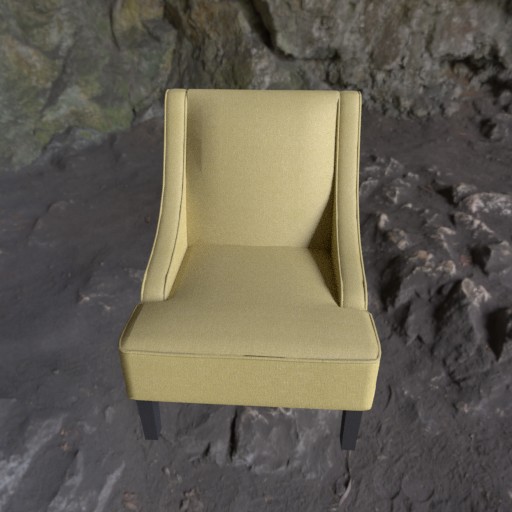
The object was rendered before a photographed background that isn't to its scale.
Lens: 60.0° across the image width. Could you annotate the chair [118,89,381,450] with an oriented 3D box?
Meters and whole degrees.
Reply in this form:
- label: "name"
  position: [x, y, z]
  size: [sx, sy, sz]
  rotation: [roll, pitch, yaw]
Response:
- label: "chair"
  position: [0.000, 0.000, 1.441]
  size: [0.696, 0.896, 0.814]
  rotation: [2, 31, 3]
